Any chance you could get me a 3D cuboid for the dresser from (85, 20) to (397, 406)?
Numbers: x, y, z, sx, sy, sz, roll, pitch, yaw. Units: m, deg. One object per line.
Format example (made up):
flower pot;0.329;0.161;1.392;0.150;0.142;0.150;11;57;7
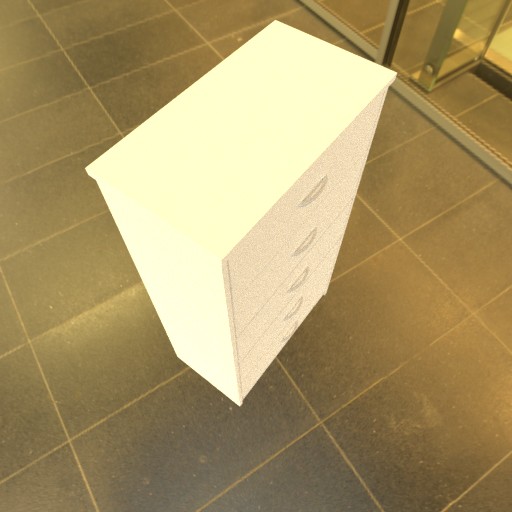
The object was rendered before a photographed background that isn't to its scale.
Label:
dresser;0.000;0.000;1.583;0.399;1.255;0.704;33;64;18
